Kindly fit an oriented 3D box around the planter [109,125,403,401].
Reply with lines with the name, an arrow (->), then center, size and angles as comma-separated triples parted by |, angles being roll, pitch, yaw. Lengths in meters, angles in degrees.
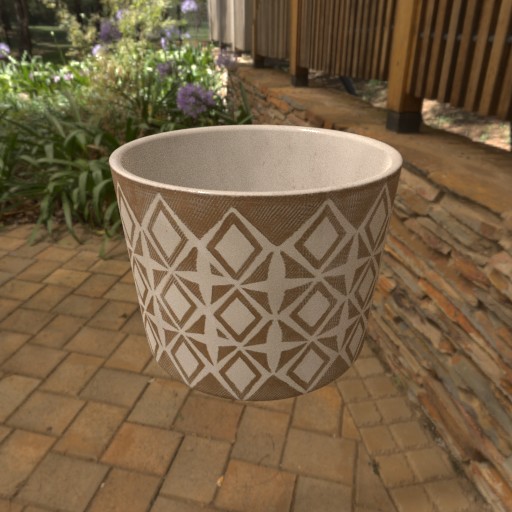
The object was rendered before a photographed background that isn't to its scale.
planter -> 0.000, 0.000, 0.457 | 0.260, 0.220, 0.260 | 0, 26, 0
